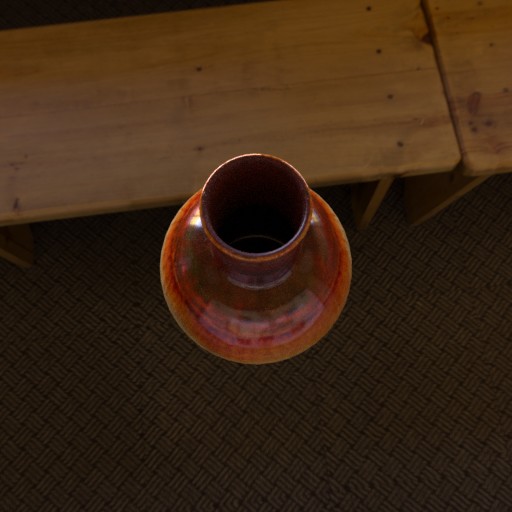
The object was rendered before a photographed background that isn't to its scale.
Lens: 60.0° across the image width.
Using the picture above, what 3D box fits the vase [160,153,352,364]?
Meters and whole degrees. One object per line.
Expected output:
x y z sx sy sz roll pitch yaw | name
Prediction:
0.000 0.000 0.233 0.111 0.154 0.111 0 76 0 | vase
